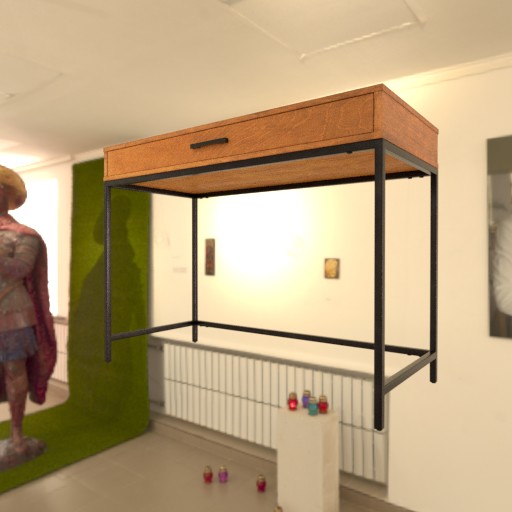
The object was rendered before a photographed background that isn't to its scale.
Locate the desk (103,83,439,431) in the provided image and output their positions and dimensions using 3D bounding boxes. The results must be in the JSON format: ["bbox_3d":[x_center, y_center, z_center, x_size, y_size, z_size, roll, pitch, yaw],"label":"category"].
[{"bbox_3d":[0.000,0.000,1.448,1.016,0.762,0.470,0,1,37],"label":"desk"}]
